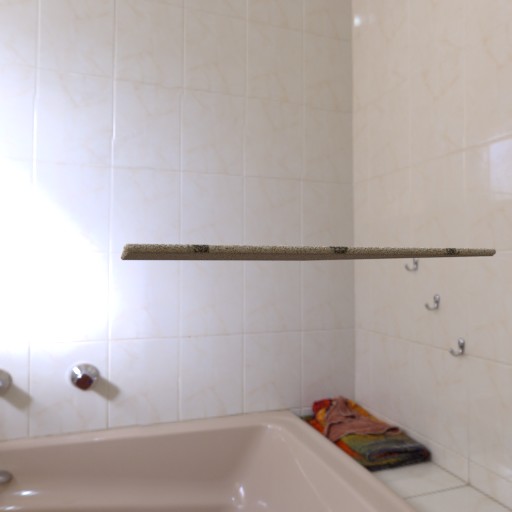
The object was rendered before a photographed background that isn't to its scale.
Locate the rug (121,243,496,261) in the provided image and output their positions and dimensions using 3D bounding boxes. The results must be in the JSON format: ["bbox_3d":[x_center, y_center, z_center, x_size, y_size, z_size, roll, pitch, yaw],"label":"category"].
[{"bbox_3d":[0.000,0.000,2.066,1.200,0.025,1.600,0,-1,-17],"label":"rug"}]
